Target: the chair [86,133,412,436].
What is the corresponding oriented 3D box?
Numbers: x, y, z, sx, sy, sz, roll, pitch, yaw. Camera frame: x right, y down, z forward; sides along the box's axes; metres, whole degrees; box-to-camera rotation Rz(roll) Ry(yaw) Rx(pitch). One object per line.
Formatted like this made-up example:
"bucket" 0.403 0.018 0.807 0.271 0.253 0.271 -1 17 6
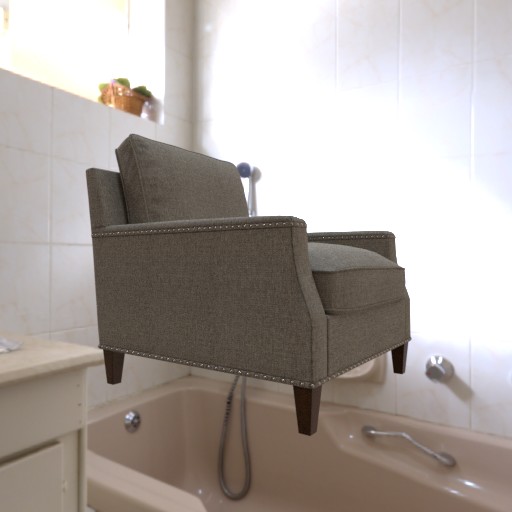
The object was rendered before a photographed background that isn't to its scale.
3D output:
"chair" 0.000 0.000 1.740 1.014 0.943 0.853 0 -1 35
